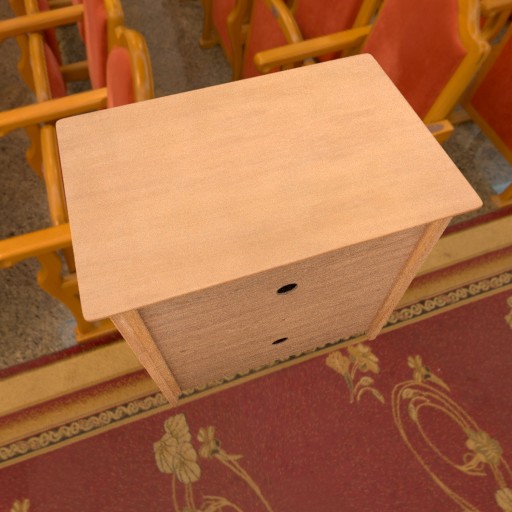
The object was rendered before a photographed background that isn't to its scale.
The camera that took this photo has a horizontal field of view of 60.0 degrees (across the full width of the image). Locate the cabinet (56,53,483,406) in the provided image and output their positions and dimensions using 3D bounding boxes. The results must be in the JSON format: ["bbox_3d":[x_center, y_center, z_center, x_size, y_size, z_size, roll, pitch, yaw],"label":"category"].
[{"bbox_3d":[0.000,0.000,1.236,0.763,0.762,0.503,-16,60,-9],"label":"cabinet"}]
